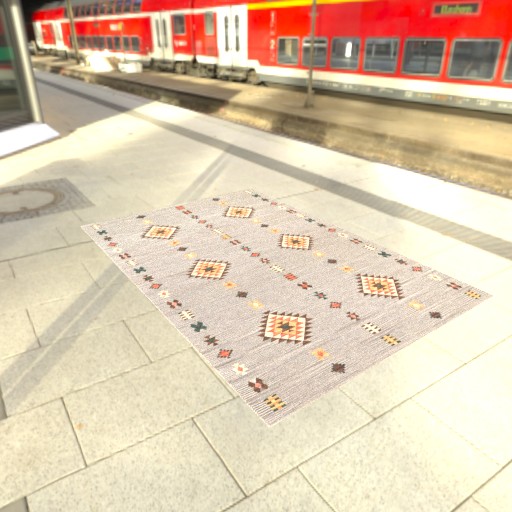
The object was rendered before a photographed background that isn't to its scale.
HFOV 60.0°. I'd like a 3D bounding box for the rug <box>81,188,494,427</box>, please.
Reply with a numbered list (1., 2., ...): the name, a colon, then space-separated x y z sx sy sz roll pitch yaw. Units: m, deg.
1. rug: 0.000 0.000 2.251 1.217 0.005 1.818 -18 32 -31
